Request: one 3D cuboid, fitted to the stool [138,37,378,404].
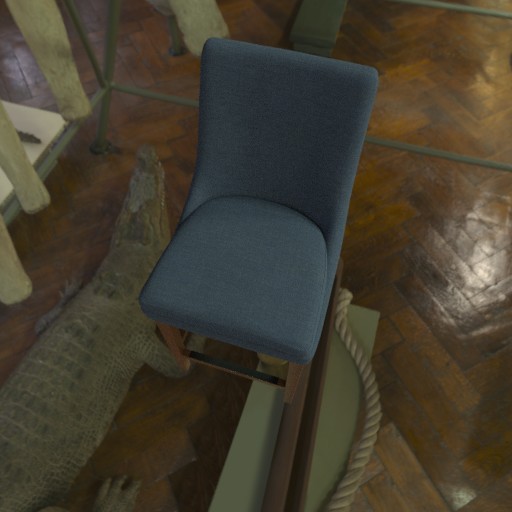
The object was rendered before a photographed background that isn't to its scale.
[{"bbox_3d":[0.000,0.000,1.297,0.470,0.981,0.577,15,60,9],"label":"stool"}]
